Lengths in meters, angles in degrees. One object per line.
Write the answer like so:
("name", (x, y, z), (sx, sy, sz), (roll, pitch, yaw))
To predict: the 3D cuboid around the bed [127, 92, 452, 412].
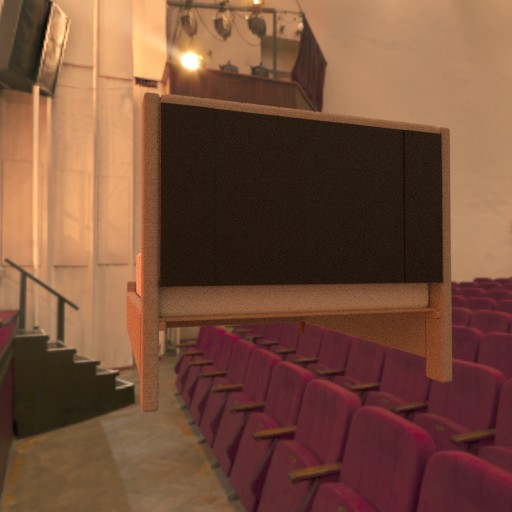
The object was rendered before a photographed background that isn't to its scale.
("bed", (0.000, 0.000, 3.801), (2.045, 1.743, 2.370), (0, -1, -18))
